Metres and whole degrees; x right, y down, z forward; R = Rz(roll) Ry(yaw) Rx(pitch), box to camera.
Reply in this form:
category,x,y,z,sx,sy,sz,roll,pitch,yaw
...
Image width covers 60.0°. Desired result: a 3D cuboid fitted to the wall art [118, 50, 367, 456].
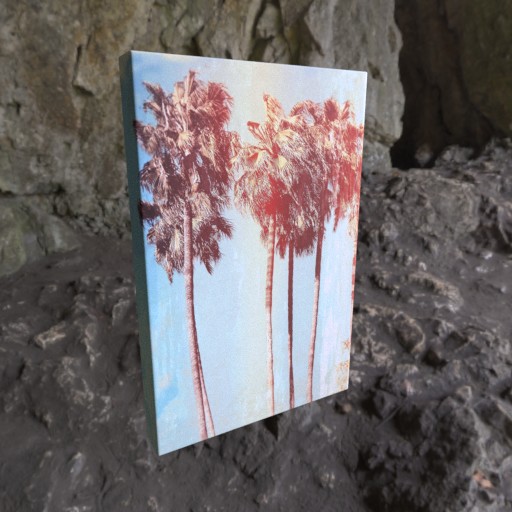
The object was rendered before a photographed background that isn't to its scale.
category,x,y,z,sx,sy,sz,roll,pitch,yaw
wall art,0.000,0.000,0.475,0.251,0.380,0.039,-9,17,-29
